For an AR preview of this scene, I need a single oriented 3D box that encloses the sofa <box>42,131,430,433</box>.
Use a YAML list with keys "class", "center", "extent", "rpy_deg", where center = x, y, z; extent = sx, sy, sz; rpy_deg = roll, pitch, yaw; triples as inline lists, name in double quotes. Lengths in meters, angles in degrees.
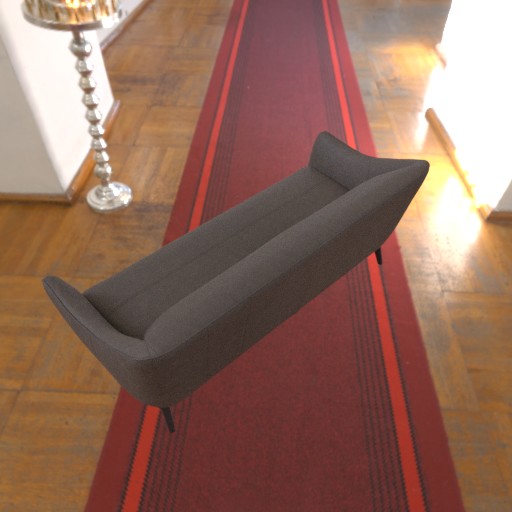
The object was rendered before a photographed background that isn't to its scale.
- class: "sofa"
  center: [0.000, 0.000, 2.395]
  extent: [1.928, 0.831, 0.869]
  rpy_deg: [-33, 55, -28]
